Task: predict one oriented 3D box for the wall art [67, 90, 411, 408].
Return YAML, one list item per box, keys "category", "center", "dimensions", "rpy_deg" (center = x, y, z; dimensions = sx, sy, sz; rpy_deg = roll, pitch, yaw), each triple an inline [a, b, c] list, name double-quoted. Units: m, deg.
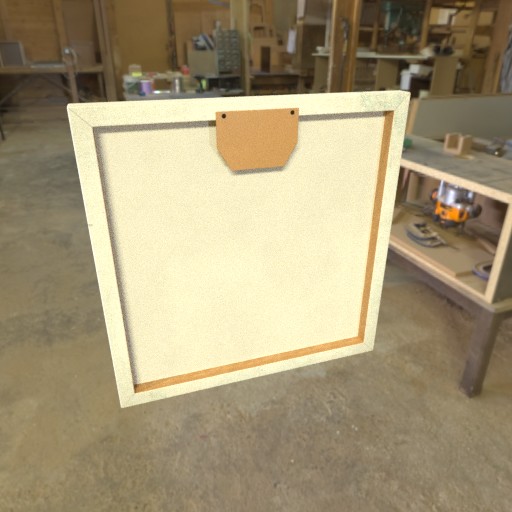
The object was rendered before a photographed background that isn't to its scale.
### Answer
- category: "wall art"
  center: [0.000, 0.000, 0.894]
  dimensions: [0.605, 0.605, 0.044]
  rpy_deg: [-8, 28, -17]
